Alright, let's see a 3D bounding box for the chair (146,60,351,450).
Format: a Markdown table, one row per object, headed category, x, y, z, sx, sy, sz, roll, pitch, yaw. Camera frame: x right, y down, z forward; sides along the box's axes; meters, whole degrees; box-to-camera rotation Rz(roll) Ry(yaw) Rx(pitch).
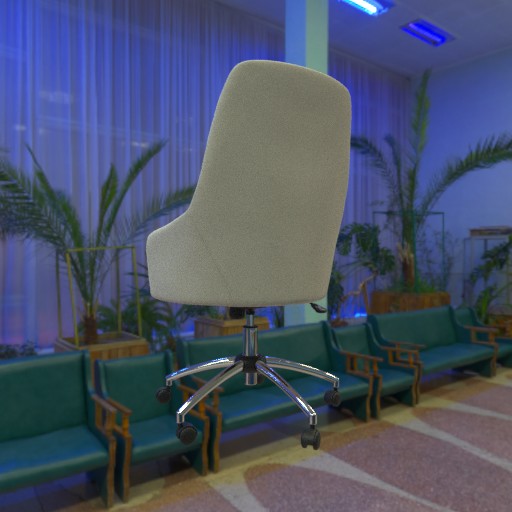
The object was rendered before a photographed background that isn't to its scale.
| category | x | y | z | sx | sy | sz | roll | pitch | yaw |
| --- | --- | --- | --- | --- | --- | --- | --- | --- | --- |
| chair | 0.000 | 0.000 | 1.458 | 0.620 | 1.049 | 0.640 | 0 | 0 | -34 |
